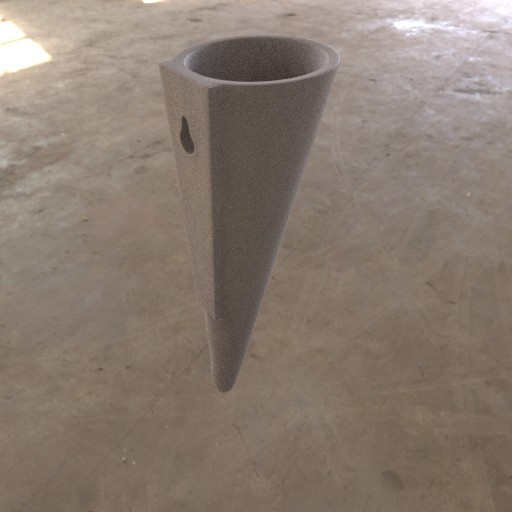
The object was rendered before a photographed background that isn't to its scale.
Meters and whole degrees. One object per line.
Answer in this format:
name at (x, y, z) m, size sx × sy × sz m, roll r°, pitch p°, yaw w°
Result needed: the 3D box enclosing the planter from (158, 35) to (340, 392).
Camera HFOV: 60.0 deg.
planter at (0.000, 0.000, 0.303) m, size 0.087 × 0.259 × 0.078 m, roll -26°, pitch 47°, yaw -27°
